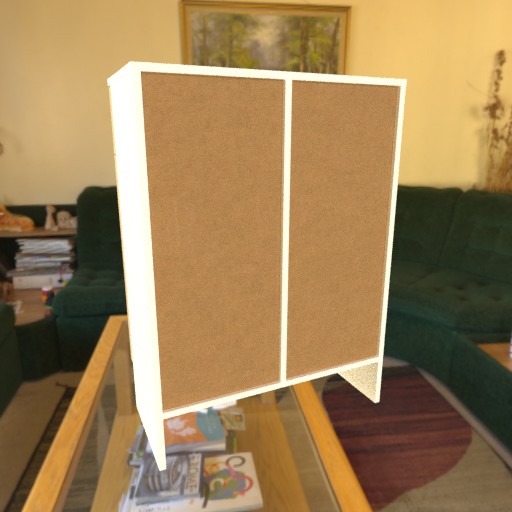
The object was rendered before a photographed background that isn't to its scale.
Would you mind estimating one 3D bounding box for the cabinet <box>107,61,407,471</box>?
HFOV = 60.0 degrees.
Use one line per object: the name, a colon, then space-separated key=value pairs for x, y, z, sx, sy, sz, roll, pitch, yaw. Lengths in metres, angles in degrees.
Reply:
cabinet: x=0.000 y=0.000 z=1.096 sx=0.600 sy=0.815 sz=0.296 roll=-7 pitch=17 yaw=-24
